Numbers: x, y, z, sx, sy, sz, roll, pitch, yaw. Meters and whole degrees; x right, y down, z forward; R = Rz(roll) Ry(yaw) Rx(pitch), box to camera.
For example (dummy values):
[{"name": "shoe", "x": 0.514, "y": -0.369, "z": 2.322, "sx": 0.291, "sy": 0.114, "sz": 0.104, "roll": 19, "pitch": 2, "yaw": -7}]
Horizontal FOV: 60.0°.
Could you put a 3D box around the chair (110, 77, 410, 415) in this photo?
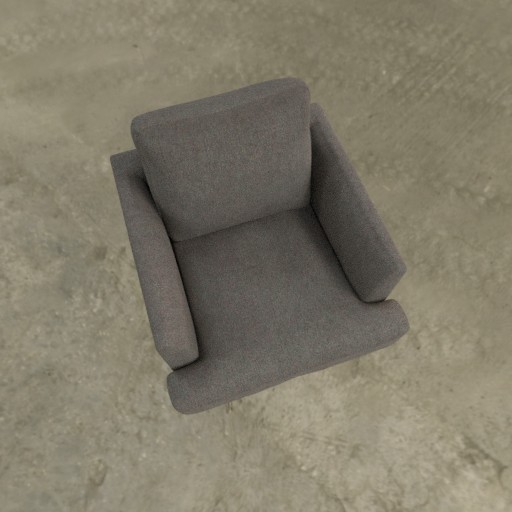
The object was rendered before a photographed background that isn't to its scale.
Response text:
[{"name": "chair", "x": 0.000, "y": 0.000, "z": 1.649, "sx": 0.858, "sy": 0.957, "sz": 0.899, "roll": -17, "pitch": 65, "yaw": -8}]
